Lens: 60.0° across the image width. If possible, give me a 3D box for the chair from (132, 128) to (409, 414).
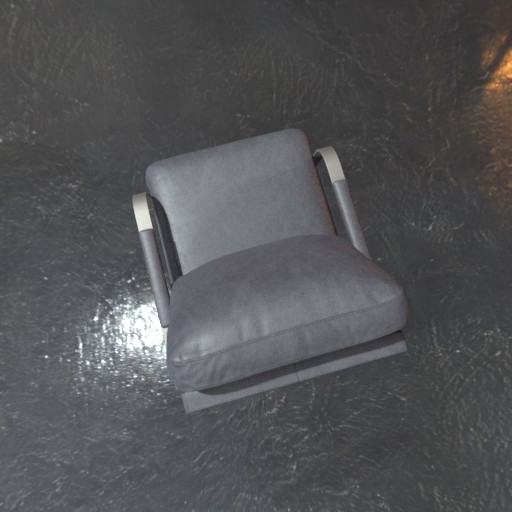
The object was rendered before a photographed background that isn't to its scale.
[{"bbox_3d":[0.000,0.000,1.494,0.692,0.839,0.878,-15,75,-4],"label":"chair"}]
